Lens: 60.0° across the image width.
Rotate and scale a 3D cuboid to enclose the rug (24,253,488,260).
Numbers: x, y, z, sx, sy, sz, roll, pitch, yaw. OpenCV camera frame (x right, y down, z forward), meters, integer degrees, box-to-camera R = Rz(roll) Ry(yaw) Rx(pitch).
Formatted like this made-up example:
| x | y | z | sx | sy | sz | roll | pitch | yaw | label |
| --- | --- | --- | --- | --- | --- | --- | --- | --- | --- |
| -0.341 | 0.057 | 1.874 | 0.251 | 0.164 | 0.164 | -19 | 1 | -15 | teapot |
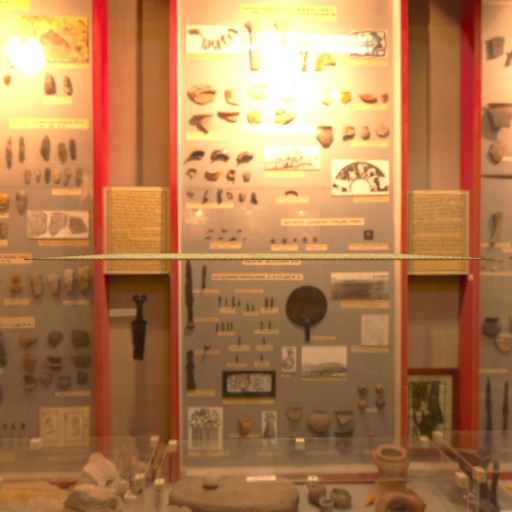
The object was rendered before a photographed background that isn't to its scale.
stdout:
| x | y | z | sx | sy | sz | roll | pitch | yaw | label |
| --- | --- | --- | --- | --- | --- | --- | --- | --- | --- |
| 0.000 | 0.000 | 3.065 | 2.435 | 0.010 | 1.544 | 0 | 1 | -1 | rug |
